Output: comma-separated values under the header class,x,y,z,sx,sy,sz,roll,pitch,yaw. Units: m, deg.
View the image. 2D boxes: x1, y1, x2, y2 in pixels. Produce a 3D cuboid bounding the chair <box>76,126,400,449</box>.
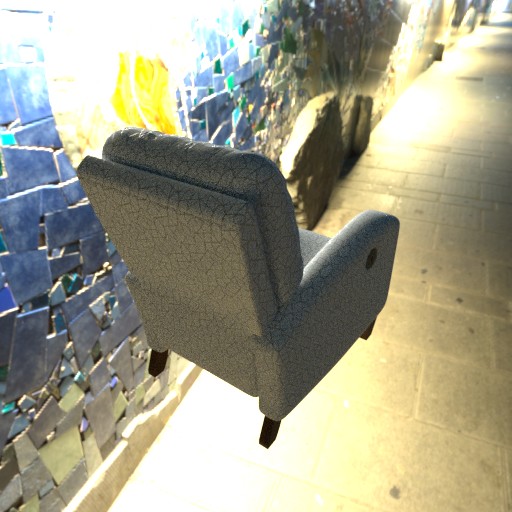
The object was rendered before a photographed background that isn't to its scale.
class,x,y,z,sx,sy,sz,roll,pitch,yaw
chair,0.000,0.000,1.740,0.796,1.064,0.995,20,36,31
